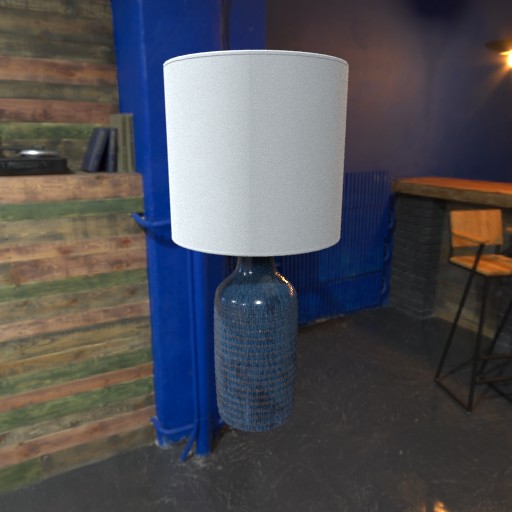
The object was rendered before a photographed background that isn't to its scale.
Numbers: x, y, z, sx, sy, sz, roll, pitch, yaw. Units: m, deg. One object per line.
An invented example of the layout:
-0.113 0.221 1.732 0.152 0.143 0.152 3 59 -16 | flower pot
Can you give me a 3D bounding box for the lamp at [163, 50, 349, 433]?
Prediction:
0.000 0.000 0.600 0.220 0.475 0.220 -8 17 -27 | lamp
